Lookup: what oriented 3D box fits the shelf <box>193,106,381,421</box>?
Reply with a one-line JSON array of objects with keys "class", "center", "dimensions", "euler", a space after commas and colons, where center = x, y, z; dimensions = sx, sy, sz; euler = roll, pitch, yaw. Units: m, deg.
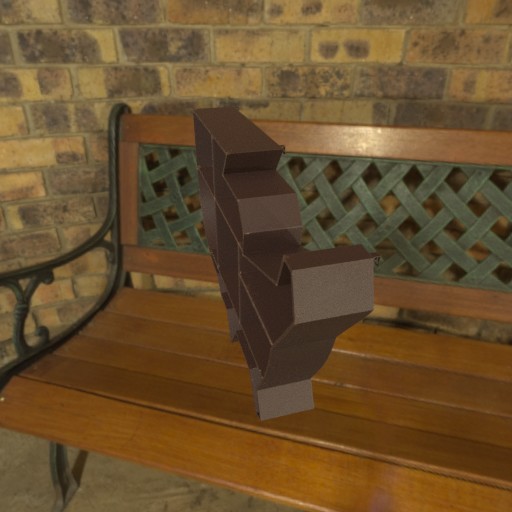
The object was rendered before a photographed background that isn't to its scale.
[{"class": "shelf", "center": [0.000, 0.000, 0.891], "dimensions": [0.112, 0.439, 0.729], "euler": [-8, 31, -14]}]
